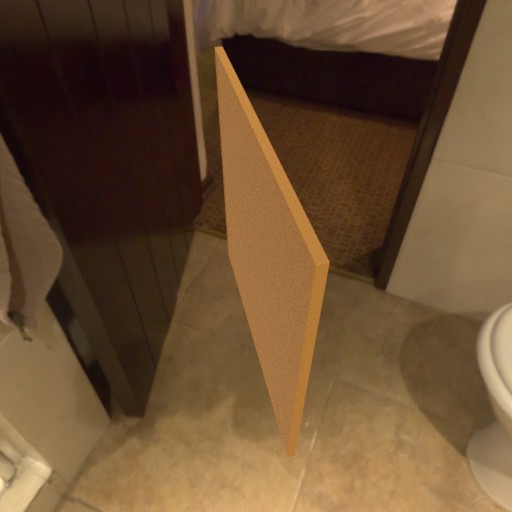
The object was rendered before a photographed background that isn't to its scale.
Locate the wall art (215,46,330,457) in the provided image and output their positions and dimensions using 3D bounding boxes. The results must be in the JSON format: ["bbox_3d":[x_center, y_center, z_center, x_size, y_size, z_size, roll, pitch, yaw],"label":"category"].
[{"bbox_3d":[0.000,0.000,0.687,0.013,0.455,0.457,-11,48,-10],"label":"wall art"}]
